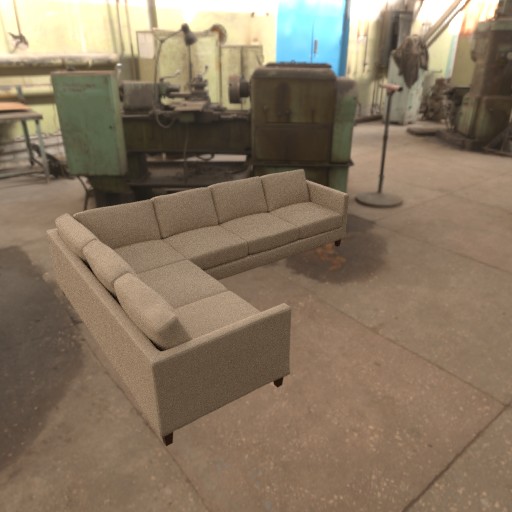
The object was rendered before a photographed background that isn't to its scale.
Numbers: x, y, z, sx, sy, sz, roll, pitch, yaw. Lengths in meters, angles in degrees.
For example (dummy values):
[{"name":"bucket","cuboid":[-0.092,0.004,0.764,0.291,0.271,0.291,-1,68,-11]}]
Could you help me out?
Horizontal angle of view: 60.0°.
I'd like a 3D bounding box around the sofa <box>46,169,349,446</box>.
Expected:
[{"name":"sofa","cuboid":[0.000,0.000,4.256,3.182,0.863,2.432,-18,31,-32]}]
